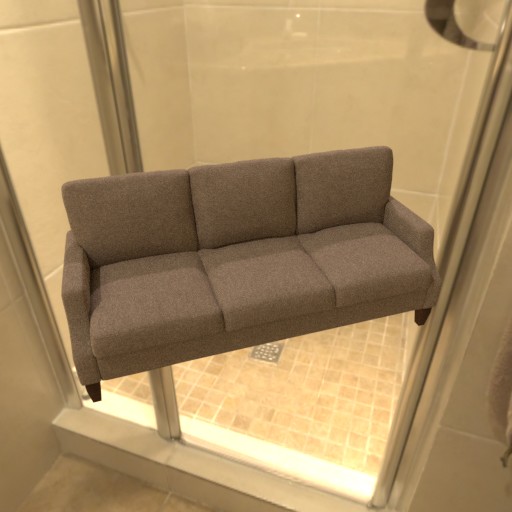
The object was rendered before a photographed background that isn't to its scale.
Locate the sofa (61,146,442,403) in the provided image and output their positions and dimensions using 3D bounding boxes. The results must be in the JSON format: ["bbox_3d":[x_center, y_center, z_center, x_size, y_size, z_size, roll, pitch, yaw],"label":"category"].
[{"bbox_3d":[0.000,0.000,2.647,2.115,0.984,0.888,-10,34,-15],"label":"sofa"}]
